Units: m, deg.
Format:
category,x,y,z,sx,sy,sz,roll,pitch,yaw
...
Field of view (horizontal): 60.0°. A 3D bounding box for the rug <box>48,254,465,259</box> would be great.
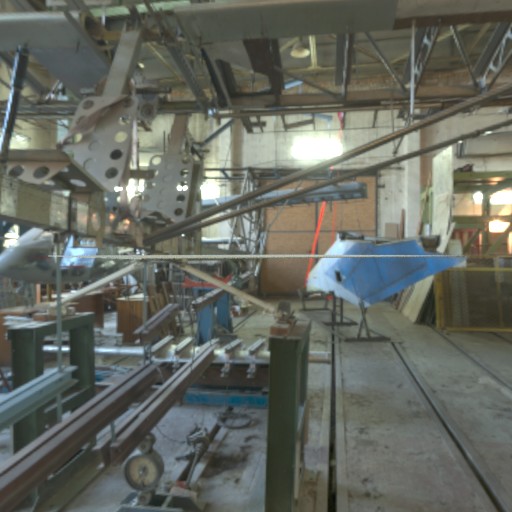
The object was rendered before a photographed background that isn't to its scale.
category,x,y,z,sx,sy,sz,roll,pitch,yaw
rug,0.000,0.000,4.223,3.197,0.006,2.438,0,1,-35
